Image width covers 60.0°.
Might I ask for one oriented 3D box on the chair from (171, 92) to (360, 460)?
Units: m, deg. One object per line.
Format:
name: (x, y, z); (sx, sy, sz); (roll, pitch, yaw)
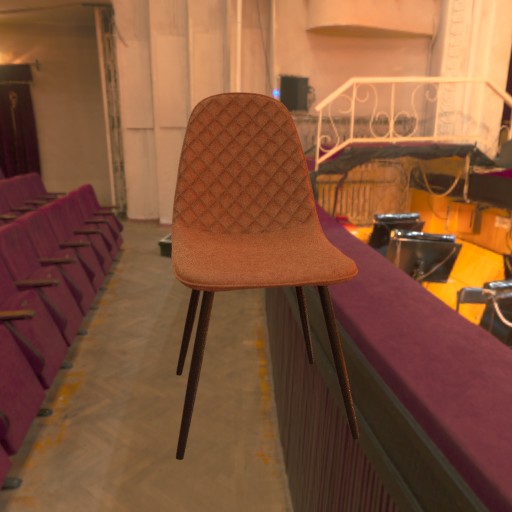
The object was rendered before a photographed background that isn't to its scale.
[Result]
chair: (0.000, 0.000, 1.211); (0.472, 0.889, 0.561); (-3, 15, -9)
